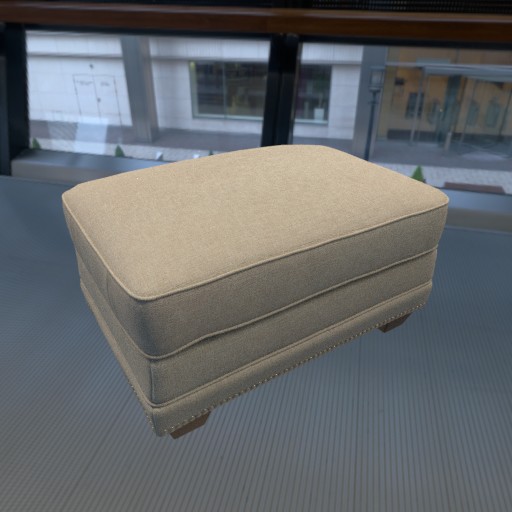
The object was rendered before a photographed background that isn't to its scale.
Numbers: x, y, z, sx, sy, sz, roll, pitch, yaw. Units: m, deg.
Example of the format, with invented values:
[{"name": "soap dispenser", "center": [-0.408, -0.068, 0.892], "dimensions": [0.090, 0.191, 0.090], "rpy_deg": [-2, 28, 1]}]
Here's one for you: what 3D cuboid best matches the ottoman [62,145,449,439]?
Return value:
[{"name": "ottoman", "center": [0.000, 0.000, 1.151], "dimensions": [0.813, 0.458, 0.559], "rpy_deg": [-18, 35, -28]}]
